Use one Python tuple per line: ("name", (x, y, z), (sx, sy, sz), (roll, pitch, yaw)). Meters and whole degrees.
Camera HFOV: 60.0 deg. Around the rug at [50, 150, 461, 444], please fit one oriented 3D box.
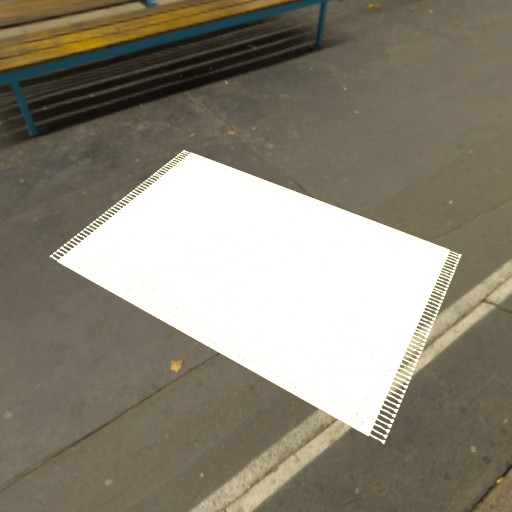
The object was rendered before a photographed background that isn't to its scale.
("rug", (0.000, 0.000, 3.090), (2.438, 0.010, 1.524), (24, 52, 21))
